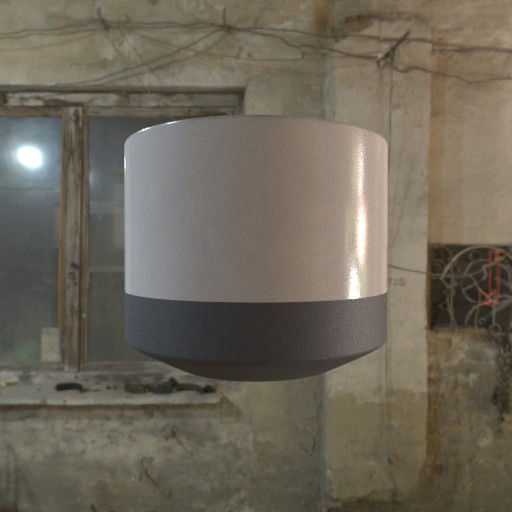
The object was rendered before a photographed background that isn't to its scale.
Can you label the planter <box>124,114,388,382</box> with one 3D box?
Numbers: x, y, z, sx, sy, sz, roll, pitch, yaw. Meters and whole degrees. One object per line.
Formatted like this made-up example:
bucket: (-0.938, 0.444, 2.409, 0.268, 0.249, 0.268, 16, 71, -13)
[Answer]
planter: (0.000, 0.000, 0.226, 0.128, 0.105, 0.128, 0, 1, 0)
